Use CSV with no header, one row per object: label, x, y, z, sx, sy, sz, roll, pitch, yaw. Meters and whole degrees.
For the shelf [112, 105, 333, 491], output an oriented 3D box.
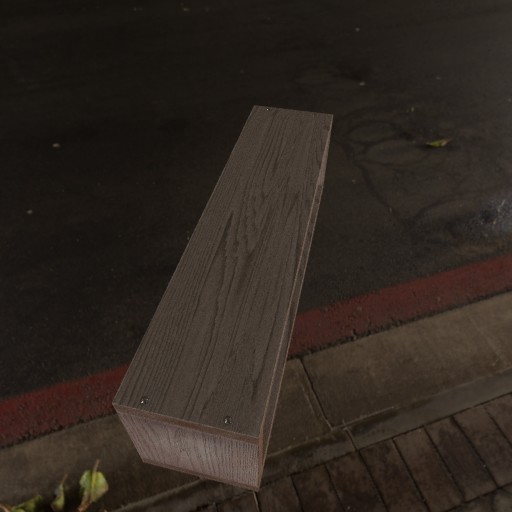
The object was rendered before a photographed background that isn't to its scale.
shelf,0.000,0.000,0.692,0.150,0.170,0.610,10,48,9
